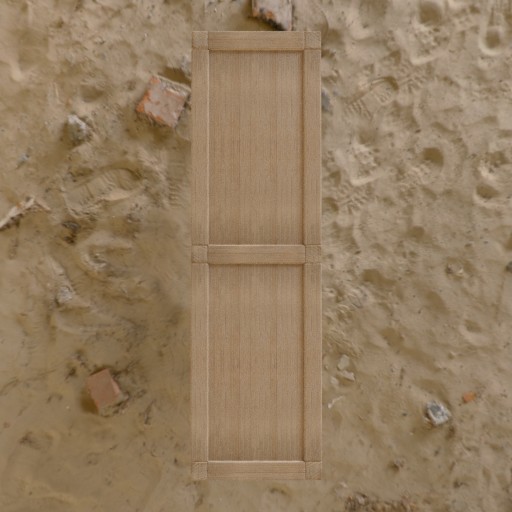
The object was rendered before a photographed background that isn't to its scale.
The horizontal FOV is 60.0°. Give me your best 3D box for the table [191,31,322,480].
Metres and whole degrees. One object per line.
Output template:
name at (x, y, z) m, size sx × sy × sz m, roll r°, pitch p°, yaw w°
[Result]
table at (0.000, 0.000, 1.670) m, size 0.381 × 0.762 × 1.320 m, roll 0°, pitch 89°, yaw 0°
